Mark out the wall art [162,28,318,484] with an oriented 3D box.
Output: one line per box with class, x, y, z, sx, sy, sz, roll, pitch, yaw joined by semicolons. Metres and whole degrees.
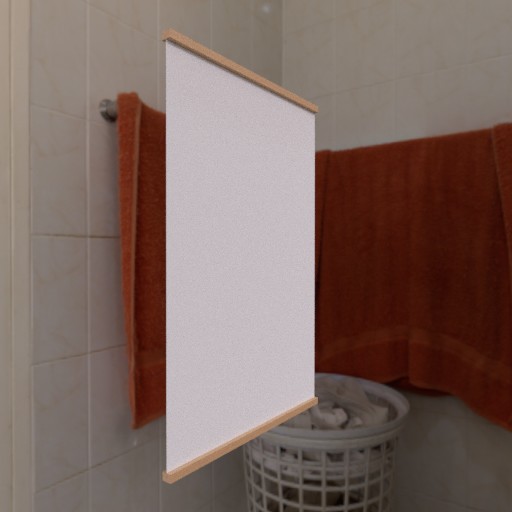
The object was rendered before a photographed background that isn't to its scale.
wall art;0.000;0.000;0.633;0.013;0.510;0.335;0;1;37
